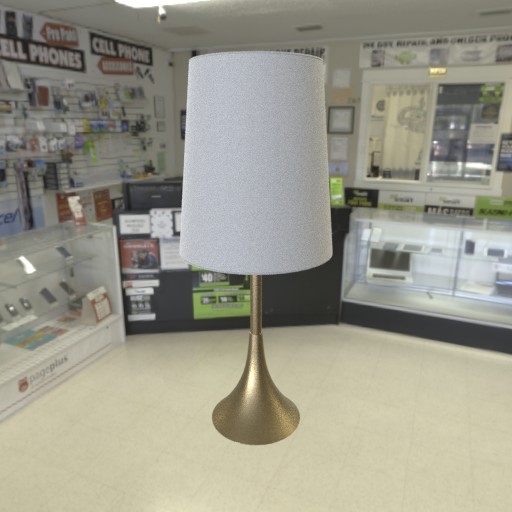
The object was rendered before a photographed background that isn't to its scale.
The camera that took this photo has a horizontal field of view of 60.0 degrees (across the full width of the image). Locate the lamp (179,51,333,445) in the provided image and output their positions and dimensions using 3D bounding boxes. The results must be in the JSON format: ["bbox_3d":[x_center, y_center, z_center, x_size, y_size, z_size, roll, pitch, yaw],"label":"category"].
[{"bbox_3d":[0.000,0.000,0.680,0.231,0.569,0.231,0,16,0],"label":"lamp"}]
